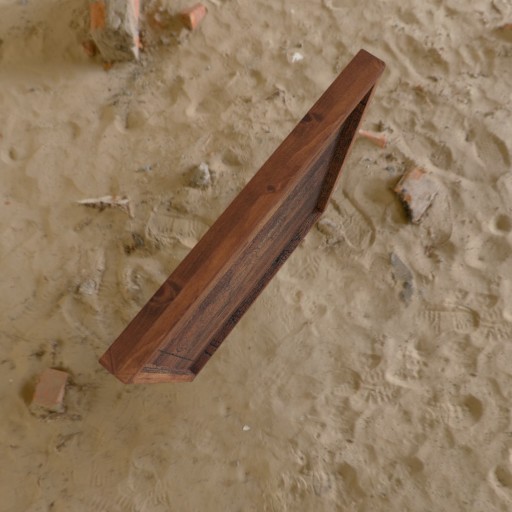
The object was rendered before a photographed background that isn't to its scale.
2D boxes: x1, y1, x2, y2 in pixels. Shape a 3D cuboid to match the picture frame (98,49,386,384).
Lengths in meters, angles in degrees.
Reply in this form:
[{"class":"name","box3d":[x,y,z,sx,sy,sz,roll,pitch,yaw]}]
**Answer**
[{"class":"picture frame","box3d":[0.000,0.000,0.536,0.028,0.356,0.352,37,78,9]}]
